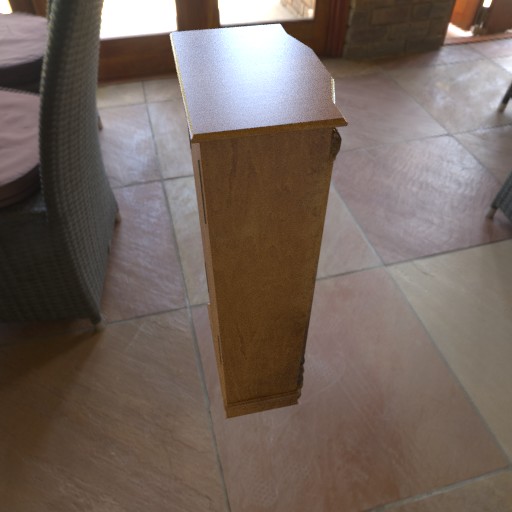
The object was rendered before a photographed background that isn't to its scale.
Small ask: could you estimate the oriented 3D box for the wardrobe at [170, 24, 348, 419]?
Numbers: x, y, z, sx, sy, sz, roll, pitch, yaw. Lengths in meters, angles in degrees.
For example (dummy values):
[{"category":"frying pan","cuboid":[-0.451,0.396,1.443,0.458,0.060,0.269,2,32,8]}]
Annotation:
[{"category":"wardrobe","cuboid":[0.000,0.000,1.125,0.273,0.959,0.406,-9,47,-8]}]
